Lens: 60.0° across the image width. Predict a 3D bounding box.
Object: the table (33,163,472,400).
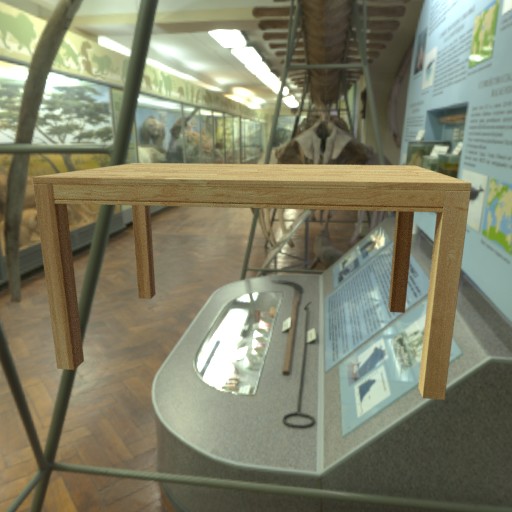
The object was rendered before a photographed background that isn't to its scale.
[{"bbox_3d":[0.000,0.000,2.024,1.500,0.770,0.900,2,15,8],"label":"table"}]
